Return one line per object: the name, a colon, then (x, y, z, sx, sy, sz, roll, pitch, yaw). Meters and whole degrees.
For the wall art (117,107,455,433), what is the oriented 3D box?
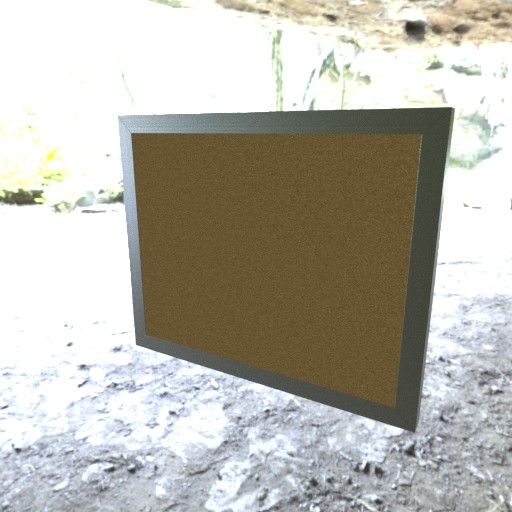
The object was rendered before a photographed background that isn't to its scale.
wall art: (0.000, 0.000, 0.738, 0.557, 0.456, 0.032, 9, 18, 29)
